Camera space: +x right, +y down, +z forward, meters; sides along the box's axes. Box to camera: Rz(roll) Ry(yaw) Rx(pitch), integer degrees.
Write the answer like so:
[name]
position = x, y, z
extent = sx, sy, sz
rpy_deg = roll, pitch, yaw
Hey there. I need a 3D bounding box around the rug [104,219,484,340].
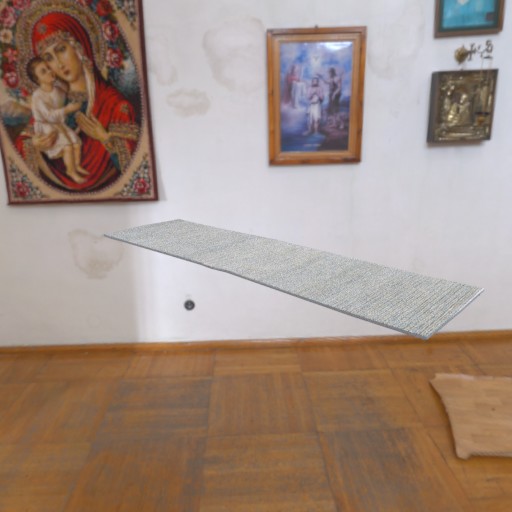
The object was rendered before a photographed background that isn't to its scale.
[rug]
position = 0.000, 0.000, 2.621
extent = 2.341, 0.037, 0.675
rpy_deg = 15, 22, 41
